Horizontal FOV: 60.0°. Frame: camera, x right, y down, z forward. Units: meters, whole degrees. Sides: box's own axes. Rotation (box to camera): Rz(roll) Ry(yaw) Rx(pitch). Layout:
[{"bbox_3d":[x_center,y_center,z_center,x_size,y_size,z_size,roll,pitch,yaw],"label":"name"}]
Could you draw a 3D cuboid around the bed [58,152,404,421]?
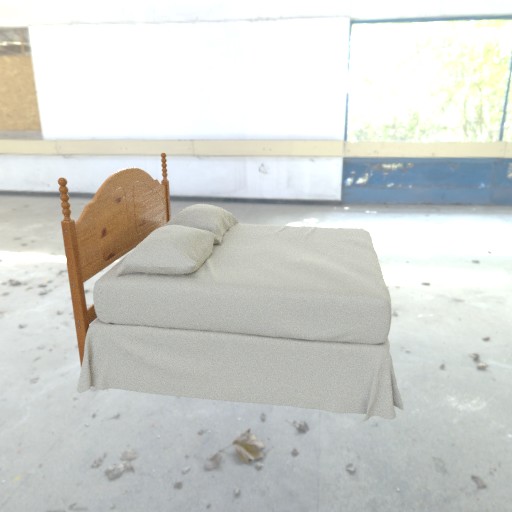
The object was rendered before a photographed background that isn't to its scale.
[{"bbox_3d":[0.000,0.000,3.331,2.040,1.356,1.873,3,18,9],"label":"bed"}]
